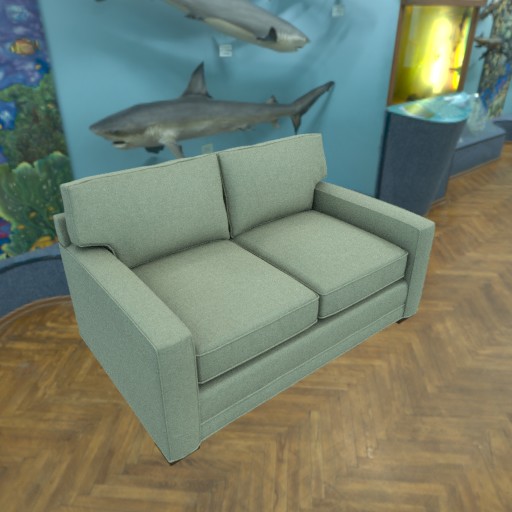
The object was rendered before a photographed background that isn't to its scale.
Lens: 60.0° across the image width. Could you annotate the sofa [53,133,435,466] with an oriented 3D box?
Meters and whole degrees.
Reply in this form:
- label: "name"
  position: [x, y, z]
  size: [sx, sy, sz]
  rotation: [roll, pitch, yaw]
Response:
- label: "sofa"
  position: [0.000, 0.000, 2.078]
  size: [1.484, 0.853, 0.940]
  rotation: [-21, 35, -33]
